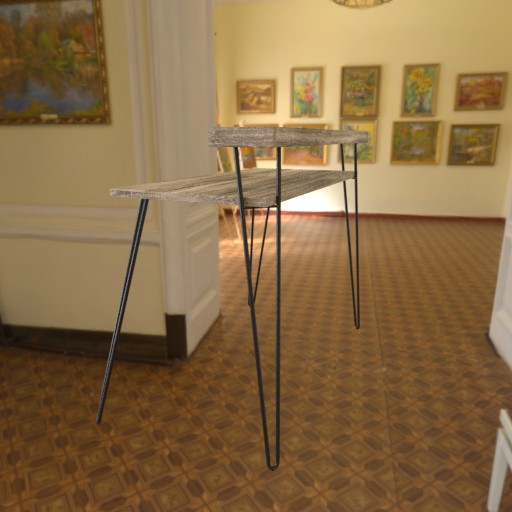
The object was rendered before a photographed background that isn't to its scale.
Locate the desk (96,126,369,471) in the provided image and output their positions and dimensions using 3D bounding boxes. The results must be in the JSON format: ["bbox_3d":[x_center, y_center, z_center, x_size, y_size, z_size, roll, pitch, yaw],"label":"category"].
[{"bbox_3d":[0.000,0.000,1.650,0.605,0.899,1.135,7,17,24],"label":"desk"}]
